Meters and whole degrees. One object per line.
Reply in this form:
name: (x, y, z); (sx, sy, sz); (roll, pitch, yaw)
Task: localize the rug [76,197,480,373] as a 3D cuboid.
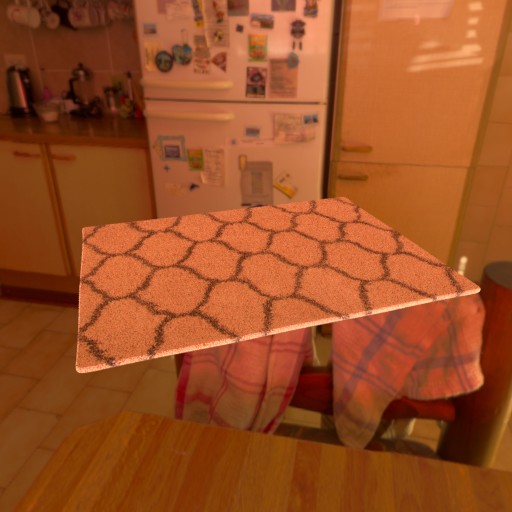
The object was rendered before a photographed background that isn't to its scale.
rug: (0.000, 0.000, 2.138); (1.600, 0.025, 1.200); (-9, 28, -16)
